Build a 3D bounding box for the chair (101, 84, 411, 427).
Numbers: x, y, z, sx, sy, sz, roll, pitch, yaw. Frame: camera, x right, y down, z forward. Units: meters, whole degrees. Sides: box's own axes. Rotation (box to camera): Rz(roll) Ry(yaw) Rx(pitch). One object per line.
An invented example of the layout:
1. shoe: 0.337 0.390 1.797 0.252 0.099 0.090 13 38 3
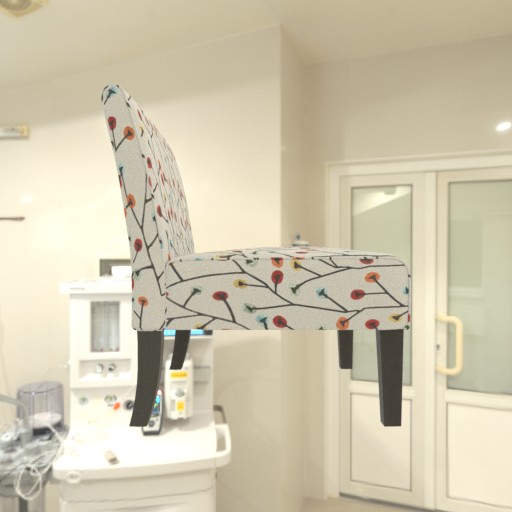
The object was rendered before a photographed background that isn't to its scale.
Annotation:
1. chair: 0.000 0.000 1.323 0.732 0.813 0.597 0 0 0
